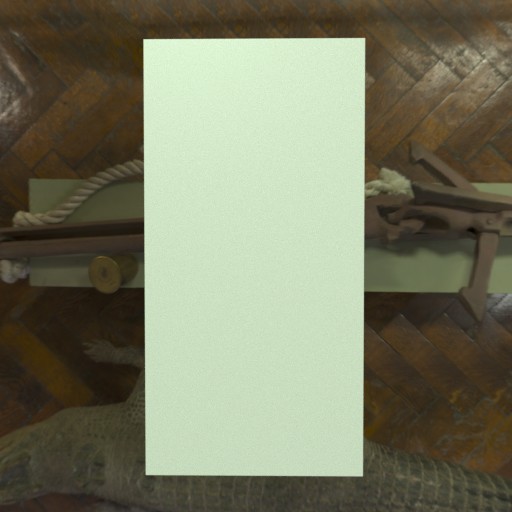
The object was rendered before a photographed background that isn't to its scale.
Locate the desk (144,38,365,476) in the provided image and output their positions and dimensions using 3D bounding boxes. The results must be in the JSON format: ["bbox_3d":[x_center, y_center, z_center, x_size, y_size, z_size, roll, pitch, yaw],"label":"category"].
[{"bbox_3d":[0.000,0.000,1.384,0.497,0.762,0.990,0,91,1],"label":"desk"}]
